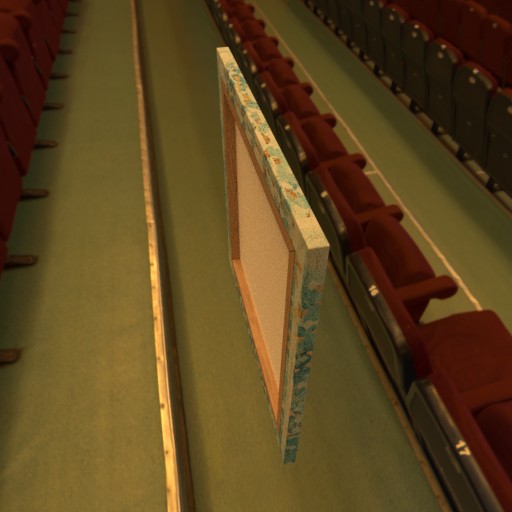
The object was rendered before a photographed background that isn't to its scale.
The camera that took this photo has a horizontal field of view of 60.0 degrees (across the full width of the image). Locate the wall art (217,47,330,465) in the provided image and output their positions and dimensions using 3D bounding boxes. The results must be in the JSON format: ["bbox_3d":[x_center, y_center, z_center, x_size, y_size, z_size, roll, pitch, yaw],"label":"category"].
[{"bbox_3d":[0.000,0.000,1.360,0.040,0.916,0.916,-9,45,-9],"label":"wall art"}]
